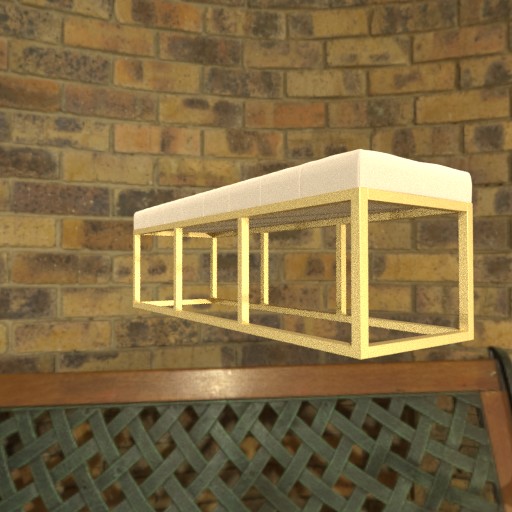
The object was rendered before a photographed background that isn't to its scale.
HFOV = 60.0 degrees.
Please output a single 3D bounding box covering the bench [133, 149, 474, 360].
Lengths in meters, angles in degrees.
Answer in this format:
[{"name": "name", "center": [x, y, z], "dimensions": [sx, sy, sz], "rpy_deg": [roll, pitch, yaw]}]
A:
[{"name": "bench", "center": [0.000, 0.000, 1.709], "dimensions": [0.457, 0.484, 1.473], "rpy_deg": [1, -1, -35]}]
